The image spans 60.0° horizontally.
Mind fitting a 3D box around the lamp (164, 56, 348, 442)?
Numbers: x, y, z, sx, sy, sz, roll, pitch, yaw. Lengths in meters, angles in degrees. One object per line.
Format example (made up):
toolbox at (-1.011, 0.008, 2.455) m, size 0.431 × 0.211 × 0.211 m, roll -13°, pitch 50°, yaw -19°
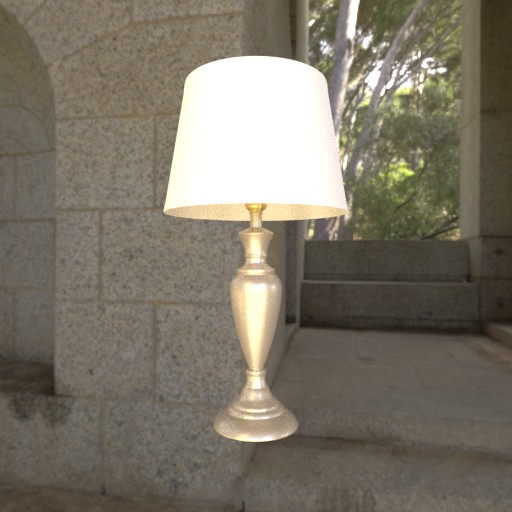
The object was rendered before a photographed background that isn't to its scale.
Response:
lamp at (0.000, 0.000, 0.805) m, size 0.328 × 0.612 × 0.328 m, roll 0°, pitch 0°, yaw 0°
